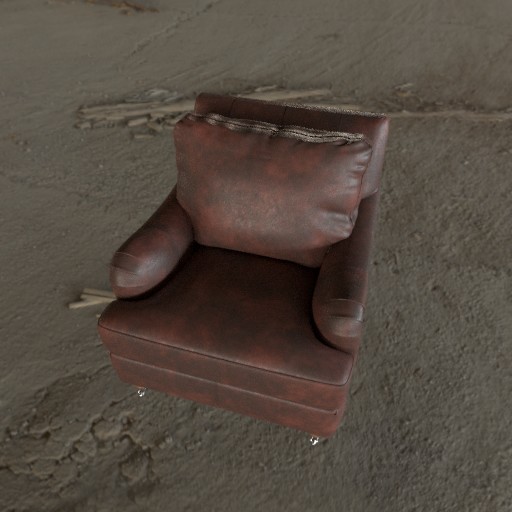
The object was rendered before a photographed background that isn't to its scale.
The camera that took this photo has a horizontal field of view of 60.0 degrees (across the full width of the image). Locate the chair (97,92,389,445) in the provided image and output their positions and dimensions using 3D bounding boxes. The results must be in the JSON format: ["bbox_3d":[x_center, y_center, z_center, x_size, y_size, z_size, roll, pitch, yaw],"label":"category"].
[{"bbox_3d":[0.000,0.000,1.954,0.987,1.051,1.156,11,44,12],"label":"chair"}]
